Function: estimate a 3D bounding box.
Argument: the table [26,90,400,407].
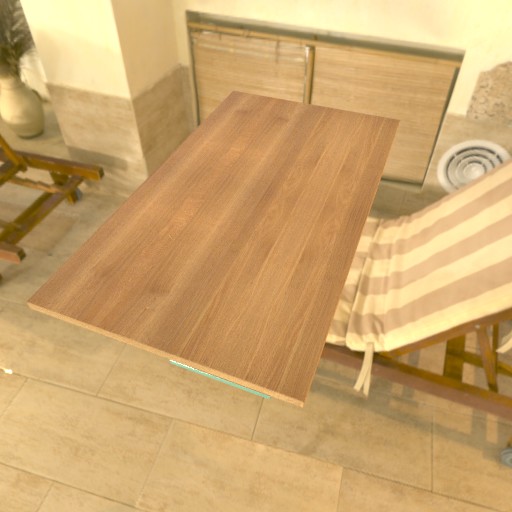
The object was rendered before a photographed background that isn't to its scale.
[{"bbox_3d":[0.000,0.000,2.050,0.900,0.750,1.600,16,47,15],"label":"table"}]
